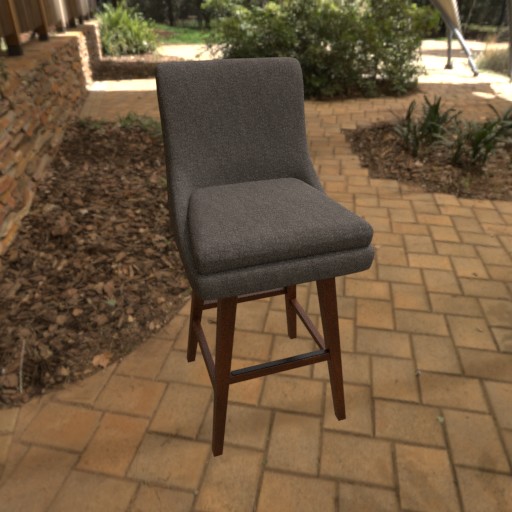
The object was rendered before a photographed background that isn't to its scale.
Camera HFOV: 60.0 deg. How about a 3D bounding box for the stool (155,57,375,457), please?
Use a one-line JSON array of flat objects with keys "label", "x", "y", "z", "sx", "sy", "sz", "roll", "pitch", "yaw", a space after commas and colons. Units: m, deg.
[{"label": "stool", "x": 0.000, "y": 0.000, "z": 1.375, "sx": 0.489, "sy": 1.068, "sz": 0.572, "roll": -10, "pitch": 32, "yaw": -16}]
